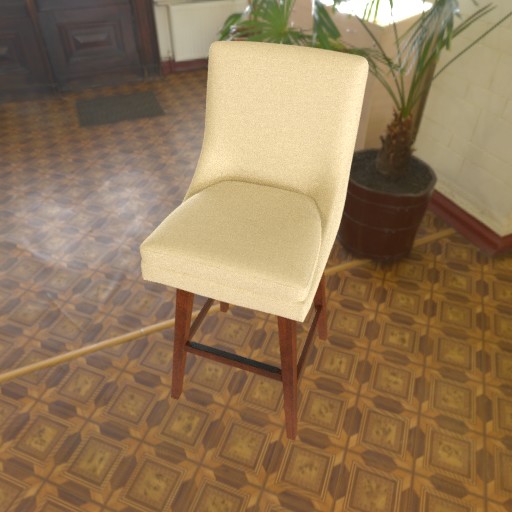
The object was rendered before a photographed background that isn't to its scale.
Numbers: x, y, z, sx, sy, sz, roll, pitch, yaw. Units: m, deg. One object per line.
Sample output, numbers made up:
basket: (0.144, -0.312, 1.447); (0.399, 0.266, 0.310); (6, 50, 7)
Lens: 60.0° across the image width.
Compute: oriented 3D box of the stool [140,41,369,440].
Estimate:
stool: (0.000, 0.000, 1.381); (0.470, 1.097, 0.559); (14, 43, 15)
